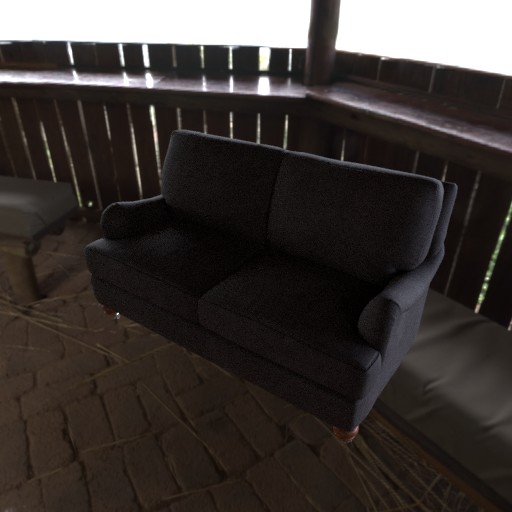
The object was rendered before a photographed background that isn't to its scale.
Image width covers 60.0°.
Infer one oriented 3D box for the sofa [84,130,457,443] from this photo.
[{"bbox_3d":[0.000,0.000,2.546,1.853,1.101,1.084,19,35,30],"label":"sofa"}]
